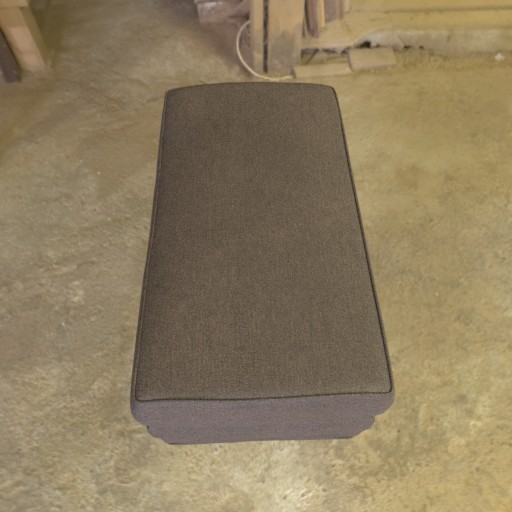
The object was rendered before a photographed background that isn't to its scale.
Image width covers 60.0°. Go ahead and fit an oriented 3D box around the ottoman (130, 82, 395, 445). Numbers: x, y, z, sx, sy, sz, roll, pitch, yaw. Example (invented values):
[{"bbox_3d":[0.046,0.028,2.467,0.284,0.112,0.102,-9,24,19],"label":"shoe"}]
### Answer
[{"bbox_3d":[0.000,0.000,1.134,0.490,0.448,0.864,-2,58,-1],"label":"ottoman"}]
